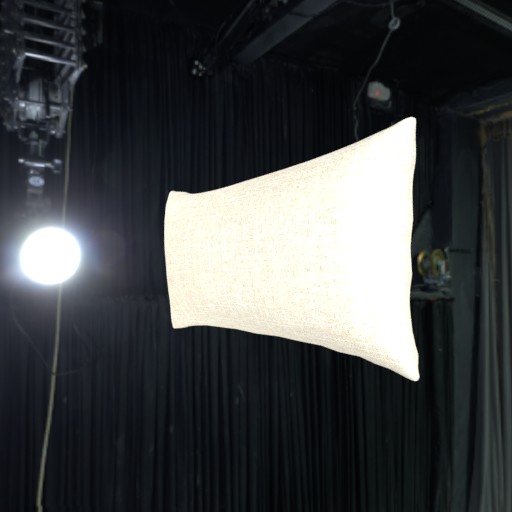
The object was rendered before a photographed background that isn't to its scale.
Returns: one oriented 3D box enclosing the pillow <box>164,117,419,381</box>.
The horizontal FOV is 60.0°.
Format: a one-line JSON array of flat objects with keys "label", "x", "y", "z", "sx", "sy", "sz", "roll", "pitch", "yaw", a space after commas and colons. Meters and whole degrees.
[{"label": "pillow", "x": 0.000, "y": 0.000, "z": 1.048, "sx": 0.197, "sy": 0.429, "sz": 0.859, "roll": 1, "pitch": -2, "yaw": -37}]
